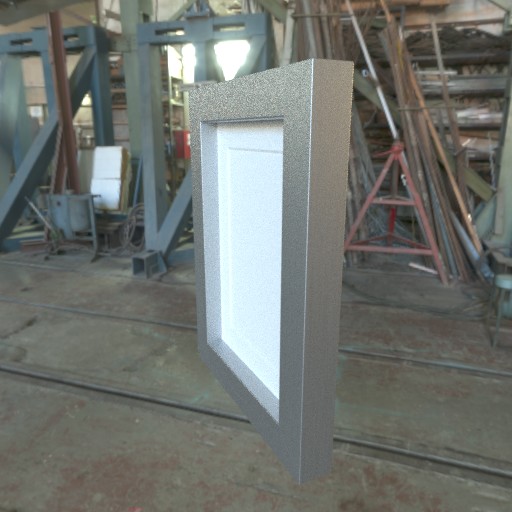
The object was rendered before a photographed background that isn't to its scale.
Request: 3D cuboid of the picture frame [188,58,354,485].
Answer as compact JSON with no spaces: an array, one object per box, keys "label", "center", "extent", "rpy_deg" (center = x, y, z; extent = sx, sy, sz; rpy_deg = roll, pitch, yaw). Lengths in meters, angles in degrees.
[{"label":"picture frame","center":[0.000,0.000,0.279],"extent":[0.028,0.208,0.157],"rpy_deg":[-8,17,-26]}]
